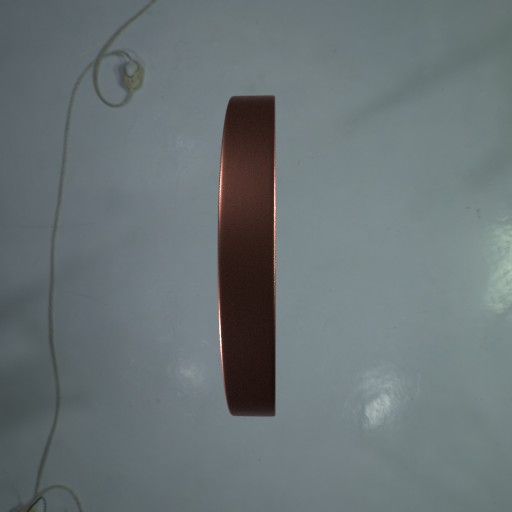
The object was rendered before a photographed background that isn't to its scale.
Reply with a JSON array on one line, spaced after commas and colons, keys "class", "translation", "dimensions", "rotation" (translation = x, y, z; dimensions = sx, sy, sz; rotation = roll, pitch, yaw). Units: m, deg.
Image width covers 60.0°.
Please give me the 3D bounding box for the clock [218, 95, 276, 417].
[{"class": "clock", "translation": [0.000, 0.000, 0.461], "dimensions": [0.040, 0.313, 0.313], "rotation": [0, 89, 2]}]
